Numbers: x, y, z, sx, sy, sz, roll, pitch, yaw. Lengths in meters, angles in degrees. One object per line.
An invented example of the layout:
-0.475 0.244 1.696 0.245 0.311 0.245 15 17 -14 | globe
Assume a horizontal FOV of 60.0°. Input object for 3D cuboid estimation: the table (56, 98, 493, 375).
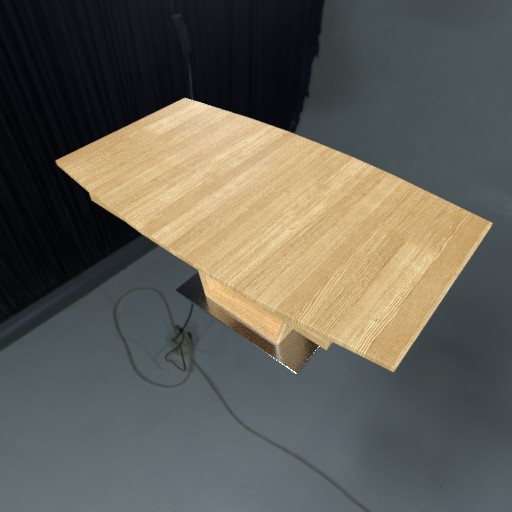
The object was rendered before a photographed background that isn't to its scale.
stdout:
0.000 0.000 2.024 1.598 0.748 0.900 30 52 27 | table
